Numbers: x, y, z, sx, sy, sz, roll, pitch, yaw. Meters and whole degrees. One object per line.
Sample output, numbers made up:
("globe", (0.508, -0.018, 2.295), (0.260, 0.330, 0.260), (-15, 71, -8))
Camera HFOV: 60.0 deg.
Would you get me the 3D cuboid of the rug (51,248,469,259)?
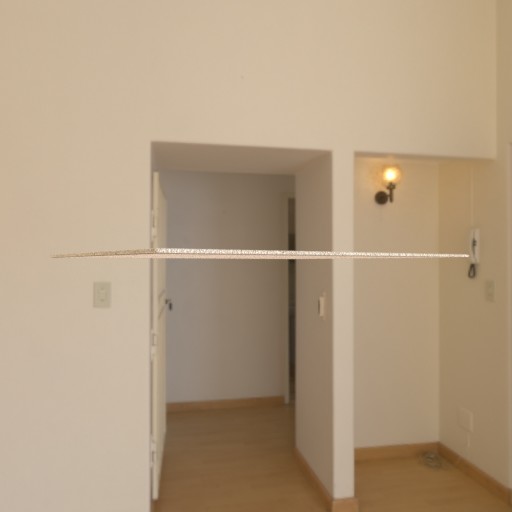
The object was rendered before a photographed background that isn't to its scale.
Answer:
("rug", (0.000, 0.000, 4.110), (3.047, 0.029, 2.438), (1, -1, -36))
